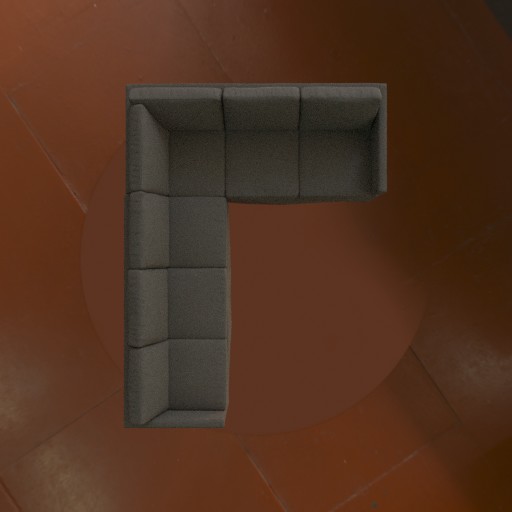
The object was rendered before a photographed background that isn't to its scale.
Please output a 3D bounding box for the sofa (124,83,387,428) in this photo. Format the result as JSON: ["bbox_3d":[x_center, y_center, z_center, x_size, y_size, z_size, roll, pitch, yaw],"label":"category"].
[{"bbox_3d":[0.000,0.000,4.316,2.432,0.871,3.182,0,90,0],"label":"sofa"}]
